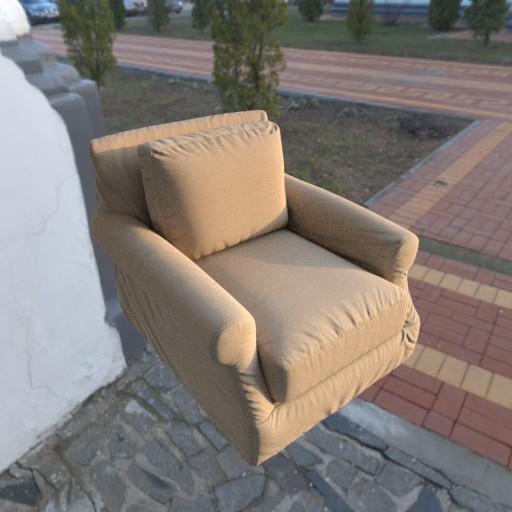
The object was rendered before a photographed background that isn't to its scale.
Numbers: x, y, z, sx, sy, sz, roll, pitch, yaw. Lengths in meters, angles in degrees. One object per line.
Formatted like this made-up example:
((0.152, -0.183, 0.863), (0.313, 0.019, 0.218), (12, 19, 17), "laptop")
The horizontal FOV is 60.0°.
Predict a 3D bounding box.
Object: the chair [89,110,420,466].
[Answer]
((0.000, 0.000, 1.723), (0.940, 0.866, 1.066), (-22, 37, -32), "chair")
